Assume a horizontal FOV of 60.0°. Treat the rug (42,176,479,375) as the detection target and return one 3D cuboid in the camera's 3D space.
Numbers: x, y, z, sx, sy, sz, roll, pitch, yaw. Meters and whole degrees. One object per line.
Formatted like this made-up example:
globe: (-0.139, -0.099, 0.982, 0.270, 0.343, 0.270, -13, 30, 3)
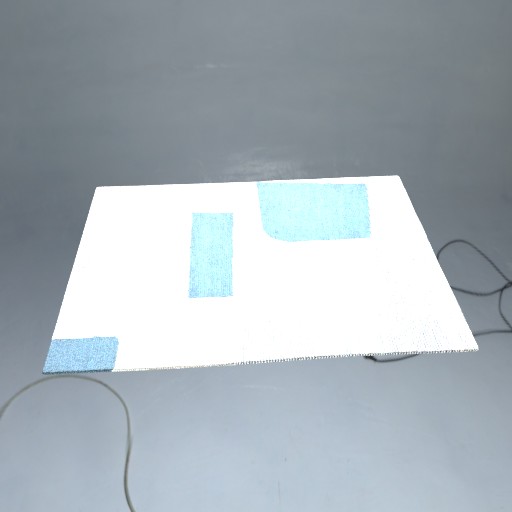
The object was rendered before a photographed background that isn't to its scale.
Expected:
rug: (0.000, 0.000, 2.286, 1.847, 0.020, 1.238, -3, 47, -2)
